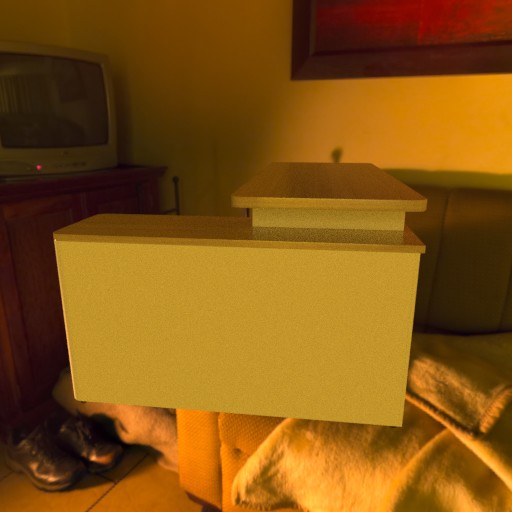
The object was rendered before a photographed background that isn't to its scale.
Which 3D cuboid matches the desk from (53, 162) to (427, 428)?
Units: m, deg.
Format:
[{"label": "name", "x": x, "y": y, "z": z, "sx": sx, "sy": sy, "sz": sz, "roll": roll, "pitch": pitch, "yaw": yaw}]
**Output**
[{"label": "desk", "x": 0.000, "y": 0.000, "z": 2.096, "sx": 1.175, "sy": 0.770, "sz": 1.400, "roll": 2, "pitch": 16, "yaw": 7}]
